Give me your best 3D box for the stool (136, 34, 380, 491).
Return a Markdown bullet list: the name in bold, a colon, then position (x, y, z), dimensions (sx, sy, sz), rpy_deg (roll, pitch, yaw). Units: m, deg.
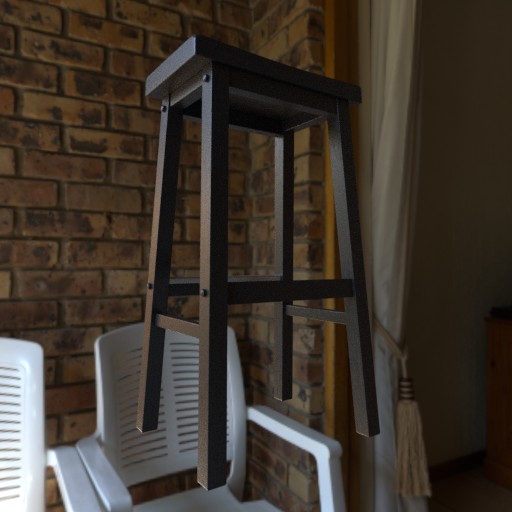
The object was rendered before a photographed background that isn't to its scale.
- **stool**: position (0.000, 0.000, 0.943), dimensions (0.406, 0.742, 0.322), rpy_deg (1, -1, -35)
